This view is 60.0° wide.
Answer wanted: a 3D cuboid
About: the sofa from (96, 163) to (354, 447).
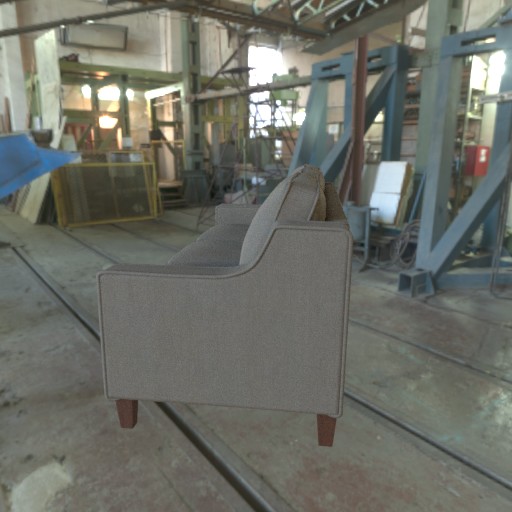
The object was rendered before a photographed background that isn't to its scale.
[{"bbox_3d":[0.000,0.000,2.503,0.911,0.974,1.986,2,14,8],"label":"sofa"}]
